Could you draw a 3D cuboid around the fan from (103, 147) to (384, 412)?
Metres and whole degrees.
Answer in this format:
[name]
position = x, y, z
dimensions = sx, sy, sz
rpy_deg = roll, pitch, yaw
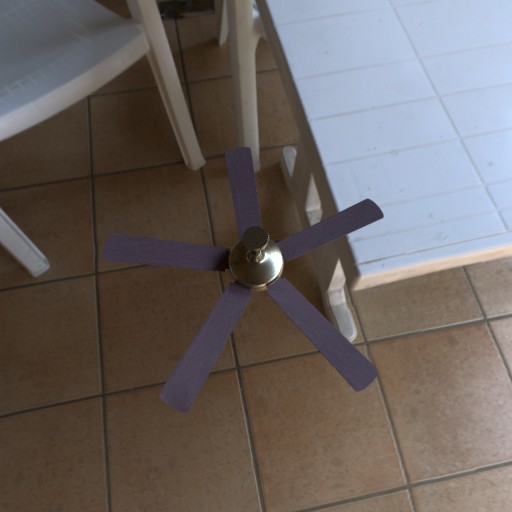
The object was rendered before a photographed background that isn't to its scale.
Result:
[fan]
position = 0.000, 0.000, 1.945
dimensions = 1.321, 0.356, 1.321
rpy_deg = -16, 66, -7
